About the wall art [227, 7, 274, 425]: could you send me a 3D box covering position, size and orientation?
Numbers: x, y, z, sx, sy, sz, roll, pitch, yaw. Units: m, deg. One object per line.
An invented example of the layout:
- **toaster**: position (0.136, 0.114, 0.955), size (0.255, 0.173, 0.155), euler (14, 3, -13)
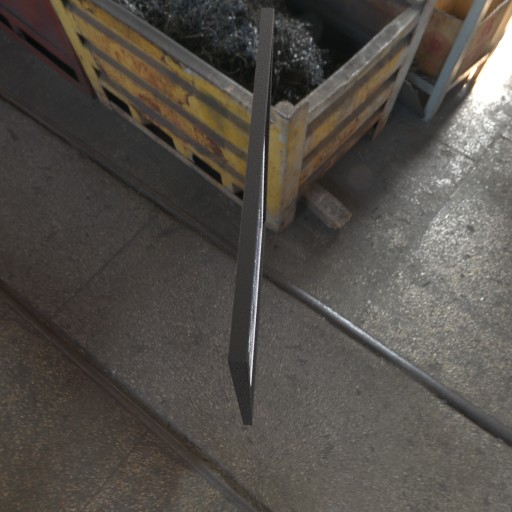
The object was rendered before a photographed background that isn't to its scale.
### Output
- **wall art**: position (0.000, 0.000, 1.165), size (0.028, 0.863, 0.755), euler (4, 64, 2)
